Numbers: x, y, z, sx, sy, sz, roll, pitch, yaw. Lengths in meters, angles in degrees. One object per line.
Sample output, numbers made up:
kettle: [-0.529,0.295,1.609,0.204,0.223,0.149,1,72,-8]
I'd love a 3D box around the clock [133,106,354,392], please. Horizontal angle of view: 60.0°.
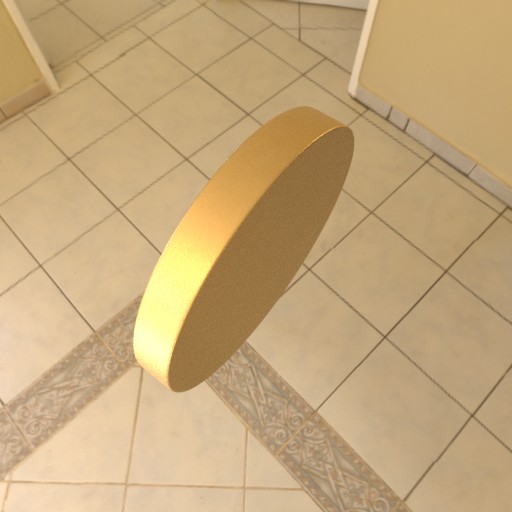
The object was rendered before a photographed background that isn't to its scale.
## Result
clock: [0.000,0.000,0.467,0.040,0.314,0.314,34,69,15]
